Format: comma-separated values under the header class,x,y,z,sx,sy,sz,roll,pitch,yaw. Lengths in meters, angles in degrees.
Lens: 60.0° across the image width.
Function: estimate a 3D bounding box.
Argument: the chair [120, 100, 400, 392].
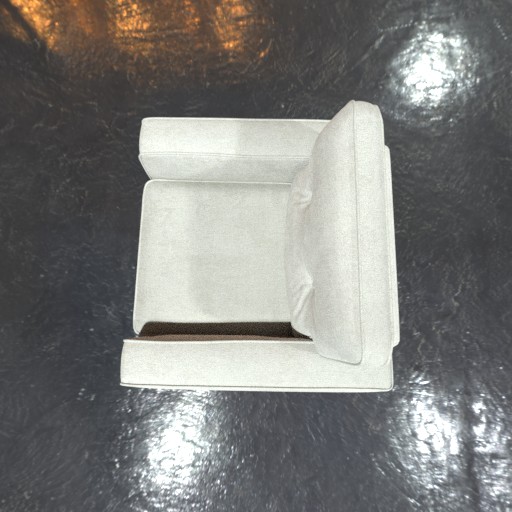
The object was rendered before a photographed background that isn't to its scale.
class,x,y,z,sx,sy,sz,roll,pitch,yaw
chair,0.000,0.000,1.746,0.939,0.965,1.015,1,77,0
